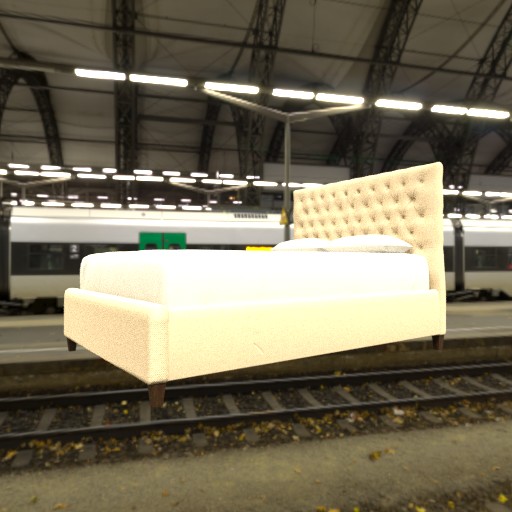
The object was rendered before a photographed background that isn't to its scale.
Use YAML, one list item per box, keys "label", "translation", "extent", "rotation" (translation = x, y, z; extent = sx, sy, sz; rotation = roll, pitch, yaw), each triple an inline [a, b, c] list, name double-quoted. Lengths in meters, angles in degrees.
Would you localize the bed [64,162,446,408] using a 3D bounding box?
- label: "bed"
  translation: [0.000, 0.000, 3.373]
  extent: [2.387, 1.427, 1.698]
  rotation: [1, -1, -36]
